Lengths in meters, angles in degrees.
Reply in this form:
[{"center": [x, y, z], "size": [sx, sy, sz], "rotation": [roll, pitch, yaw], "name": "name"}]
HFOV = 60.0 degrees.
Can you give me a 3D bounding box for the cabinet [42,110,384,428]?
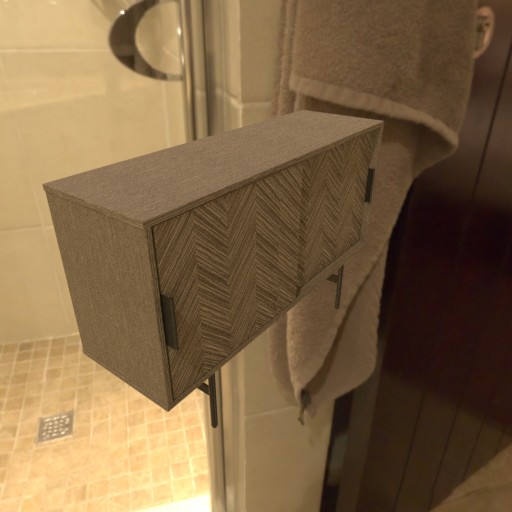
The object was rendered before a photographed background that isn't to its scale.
[{"center": [0.000, 0.000, 1.581], "size": [0.405, 0.787, 1.194], "rotation": [20, 35, 32], "name": "cabinet"}]
